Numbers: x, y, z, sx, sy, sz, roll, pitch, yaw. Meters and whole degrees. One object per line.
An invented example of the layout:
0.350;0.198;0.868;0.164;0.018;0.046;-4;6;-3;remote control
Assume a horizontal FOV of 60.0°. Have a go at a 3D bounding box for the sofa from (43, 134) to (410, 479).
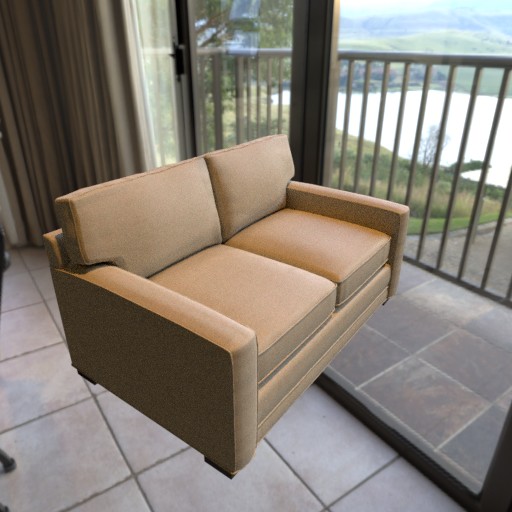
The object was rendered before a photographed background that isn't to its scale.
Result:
0.000;0.000;2.068;0.942;0.853;1.484;18;32;32;sofa
